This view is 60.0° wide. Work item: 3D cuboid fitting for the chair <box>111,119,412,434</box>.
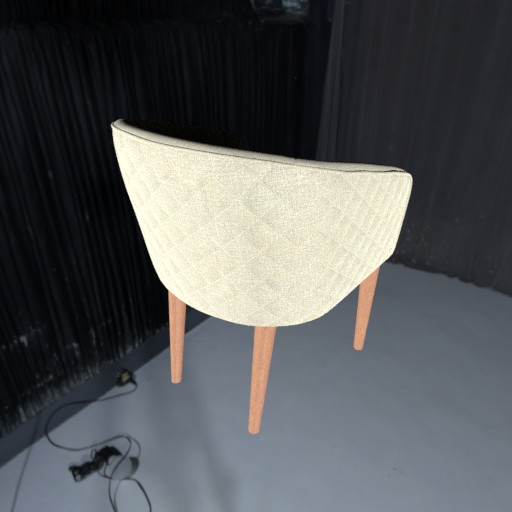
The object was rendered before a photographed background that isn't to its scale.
[{"bbox_3d":[0.000,0.000,1.195,0.584,0.775,0.616,21,37,31],"label":"chair"}]
